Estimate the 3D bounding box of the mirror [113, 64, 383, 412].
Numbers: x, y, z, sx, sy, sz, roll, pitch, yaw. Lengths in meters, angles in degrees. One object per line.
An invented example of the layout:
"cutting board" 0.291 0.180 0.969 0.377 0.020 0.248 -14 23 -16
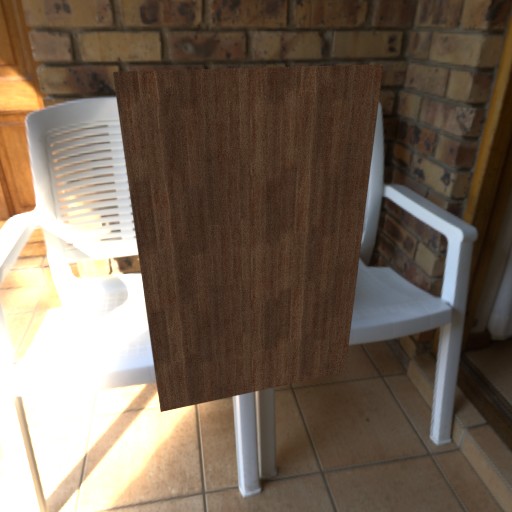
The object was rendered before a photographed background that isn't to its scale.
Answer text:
"mirror" 0.000 0.000 1.282 0.651 1.010 0.047 -8 29 -15
